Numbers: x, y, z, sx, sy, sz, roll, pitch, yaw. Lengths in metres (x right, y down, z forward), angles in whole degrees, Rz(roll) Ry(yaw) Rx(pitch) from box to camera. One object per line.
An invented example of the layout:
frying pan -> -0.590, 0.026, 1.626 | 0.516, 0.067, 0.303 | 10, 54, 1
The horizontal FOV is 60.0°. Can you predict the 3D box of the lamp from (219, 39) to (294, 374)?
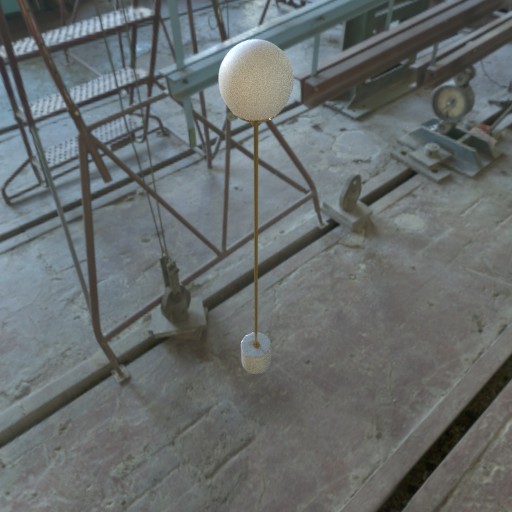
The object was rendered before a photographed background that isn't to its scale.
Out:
lamp -> 0.000, 0.000, 1.879 | 0.224, 1.753, 0.224 | 3, 47, 3
